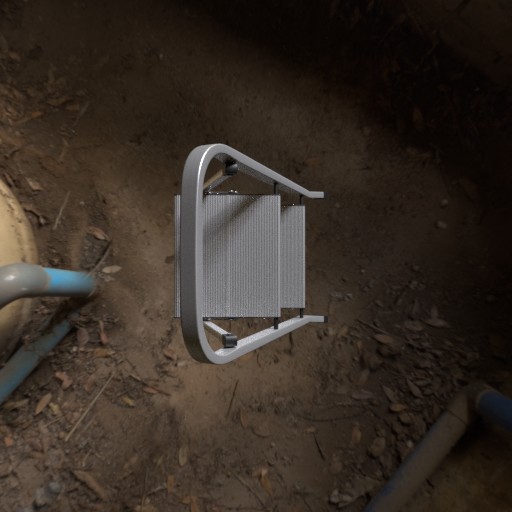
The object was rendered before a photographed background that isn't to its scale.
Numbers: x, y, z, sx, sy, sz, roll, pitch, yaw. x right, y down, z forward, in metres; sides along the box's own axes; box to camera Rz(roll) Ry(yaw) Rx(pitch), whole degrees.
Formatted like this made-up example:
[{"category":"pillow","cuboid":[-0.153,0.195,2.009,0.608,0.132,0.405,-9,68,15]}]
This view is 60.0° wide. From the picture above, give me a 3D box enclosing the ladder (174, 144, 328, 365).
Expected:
[{"category":"ladder","cuboid":[0.000,0.000,1.152,0.530,0.830,0.465,0,89,-1]}]
